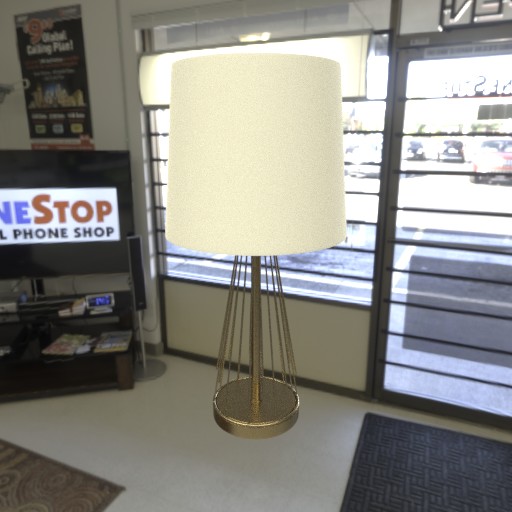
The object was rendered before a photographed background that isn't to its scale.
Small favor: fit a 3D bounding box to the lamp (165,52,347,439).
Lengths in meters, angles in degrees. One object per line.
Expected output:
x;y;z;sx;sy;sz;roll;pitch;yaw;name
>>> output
0.000;0.000;0.766;0.303;0.618;0.303;0;15;0;lamp
